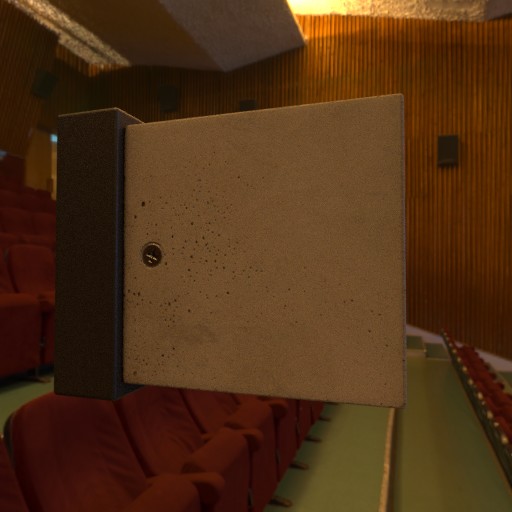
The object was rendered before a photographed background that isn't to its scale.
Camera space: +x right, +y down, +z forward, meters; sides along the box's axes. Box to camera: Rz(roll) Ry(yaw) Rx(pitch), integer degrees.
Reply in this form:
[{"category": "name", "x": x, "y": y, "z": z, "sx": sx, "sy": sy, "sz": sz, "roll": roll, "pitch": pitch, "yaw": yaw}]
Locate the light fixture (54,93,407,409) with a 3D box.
[{"category": "light fixture", "x": 0.000, "y": 0.000, "z": 0.225, "sx": 0.143, "sy": 0.121, "sz": 0.121, "roll": -1, "pitch": -2, "yaw": 18}]
